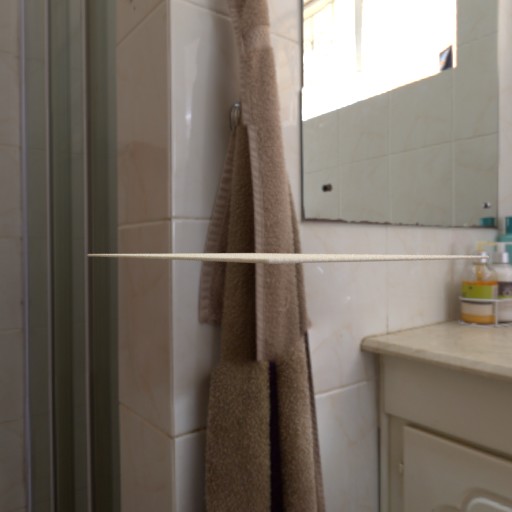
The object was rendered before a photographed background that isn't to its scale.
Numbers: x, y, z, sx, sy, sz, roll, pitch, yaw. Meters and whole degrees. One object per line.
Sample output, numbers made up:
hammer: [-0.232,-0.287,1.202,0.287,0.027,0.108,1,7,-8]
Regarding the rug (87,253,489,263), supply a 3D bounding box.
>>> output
rug: [0.000,0.000,2.336,1.238,0.014,1.848,-1,1,-36]
